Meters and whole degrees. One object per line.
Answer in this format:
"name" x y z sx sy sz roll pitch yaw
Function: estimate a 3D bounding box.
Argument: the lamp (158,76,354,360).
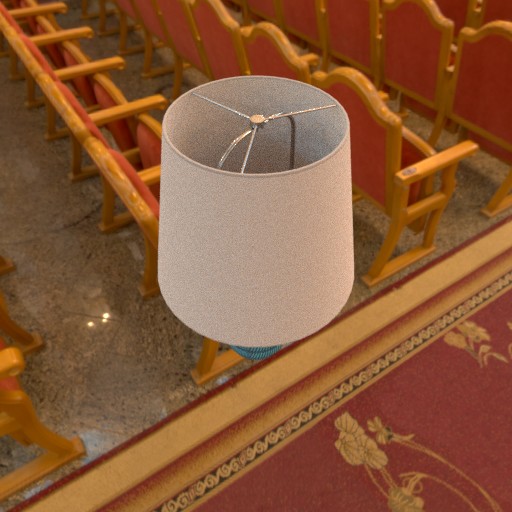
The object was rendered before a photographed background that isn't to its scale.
"lamp" 0.000 0.000 0.571 0.254 0.392 0.254 0 48 0
